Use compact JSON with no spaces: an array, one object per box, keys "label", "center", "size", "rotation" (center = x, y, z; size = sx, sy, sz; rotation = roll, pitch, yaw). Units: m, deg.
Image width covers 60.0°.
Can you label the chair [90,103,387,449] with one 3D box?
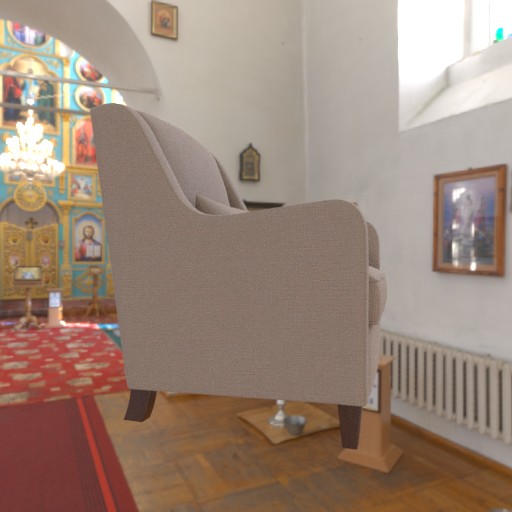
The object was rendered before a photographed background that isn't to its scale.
[{"label":"chair","center":[0.000,0.000,1.598],"size":[0.896,1.017,0.715],"rotation":[0,-1,18]}]
